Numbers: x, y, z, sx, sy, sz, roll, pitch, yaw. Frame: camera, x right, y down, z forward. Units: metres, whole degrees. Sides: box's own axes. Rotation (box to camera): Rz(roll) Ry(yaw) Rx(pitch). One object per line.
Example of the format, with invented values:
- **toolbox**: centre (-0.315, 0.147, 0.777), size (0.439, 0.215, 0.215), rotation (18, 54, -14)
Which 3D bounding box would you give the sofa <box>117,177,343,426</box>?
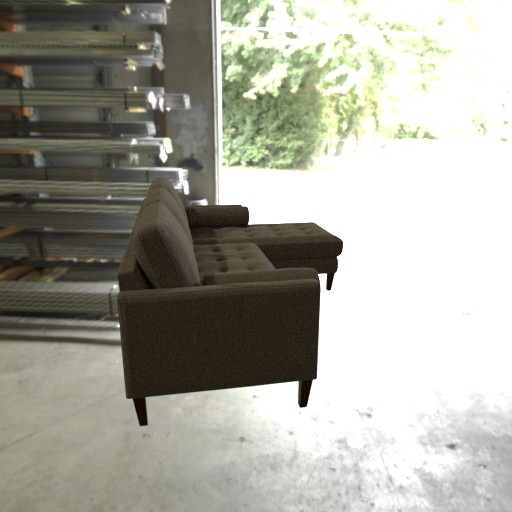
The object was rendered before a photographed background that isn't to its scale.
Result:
- **sofa**: centre (0.000, 0.000, 2.902), size (1.506, 0.875, 2.178), rotation (-3, 16, -10)
